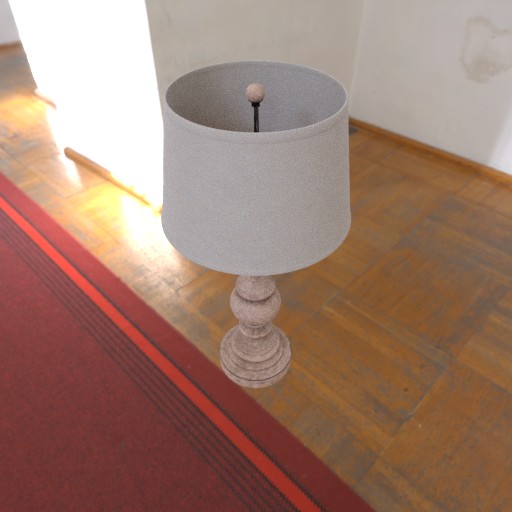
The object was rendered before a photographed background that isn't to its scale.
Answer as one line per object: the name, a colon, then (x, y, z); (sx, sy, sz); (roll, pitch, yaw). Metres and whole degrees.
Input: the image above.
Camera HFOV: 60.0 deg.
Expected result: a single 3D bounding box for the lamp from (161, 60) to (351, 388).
lamp: (0.000, 0.000, 0.877); (0.340, 0.678, 0.340); (0, 42, 0)
